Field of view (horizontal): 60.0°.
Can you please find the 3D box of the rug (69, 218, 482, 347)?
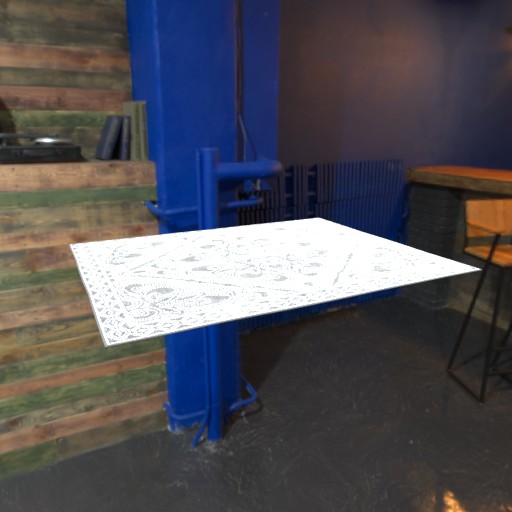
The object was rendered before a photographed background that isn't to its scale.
[{"bbox_3d":[0.000,0.000,4.098,3.048,0.012,2.438,-8,18,-25],"label":"rug"}]
